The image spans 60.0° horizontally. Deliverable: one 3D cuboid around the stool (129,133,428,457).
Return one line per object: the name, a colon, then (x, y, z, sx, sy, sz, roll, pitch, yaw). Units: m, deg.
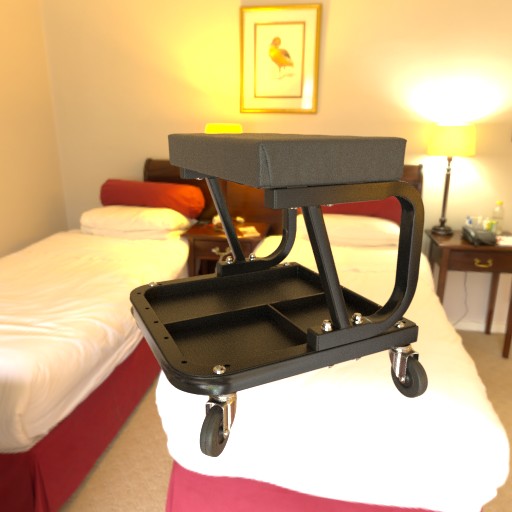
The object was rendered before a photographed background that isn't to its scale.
stool: (0.000, 0.000, 0.720, 0.371, 0.380, 0.446, -8, 18, -25)
